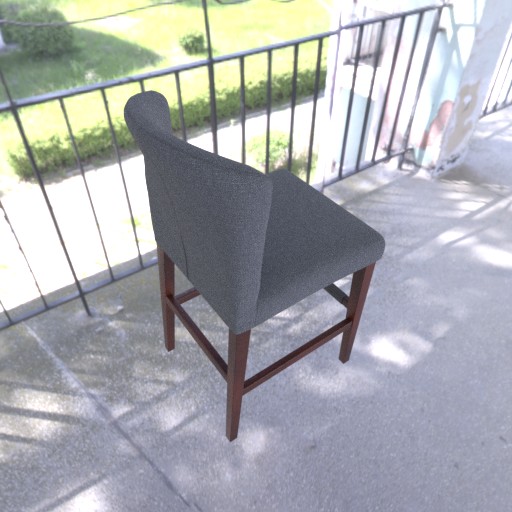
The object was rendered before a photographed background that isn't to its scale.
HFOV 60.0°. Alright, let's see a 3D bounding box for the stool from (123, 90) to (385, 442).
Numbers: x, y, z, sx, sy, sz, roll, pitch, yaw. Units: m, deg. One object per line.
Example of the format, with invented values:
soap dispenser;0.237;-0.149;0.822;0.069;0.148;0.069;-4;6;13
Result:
stool;0.000;0.000;1.294;0.568;0.968;0.479;-26;48;-26
